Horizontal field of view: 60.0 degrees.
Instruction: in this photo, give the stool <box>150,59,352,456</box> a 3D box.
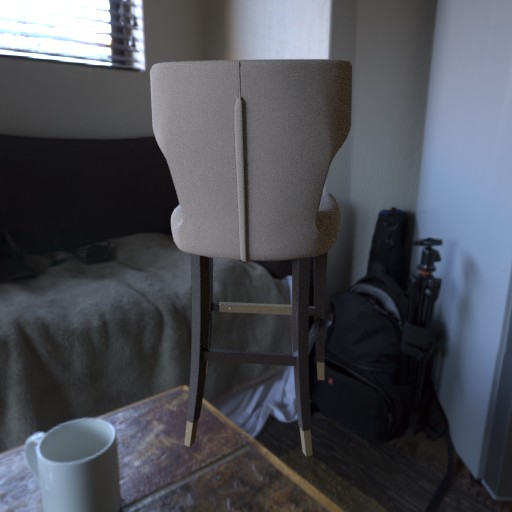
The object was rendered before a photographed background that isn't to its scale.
[{"bbox_3d":[0.000,0.000,1.401,0.526,1.092,0.563,2,16,6],"label":"stool"}]
